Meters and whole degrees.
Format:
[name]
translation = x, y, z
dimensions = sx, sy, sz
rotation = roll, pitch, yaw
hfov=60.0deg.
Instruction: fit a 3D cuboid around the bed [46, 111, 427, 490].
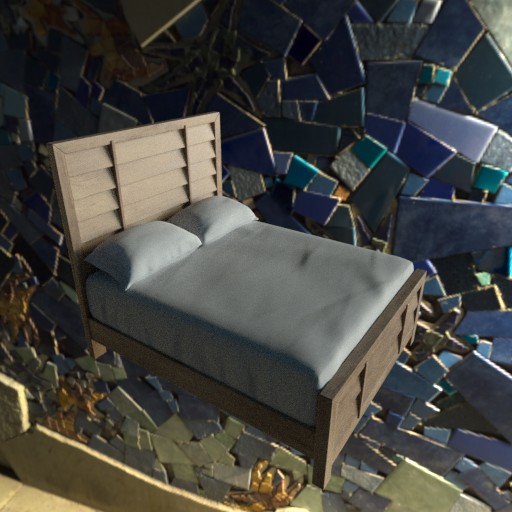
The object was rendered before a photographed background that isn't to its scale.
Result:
[bed]
translation = 0.000, 0.000, 3.156
dimensions = 2.017, 1.631, 1.615
rotation = 17, 31, 31
